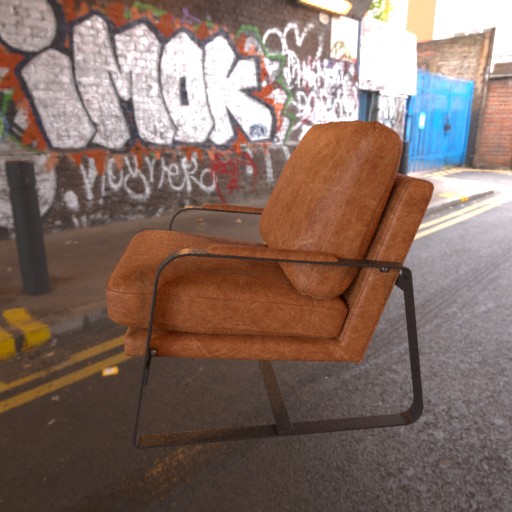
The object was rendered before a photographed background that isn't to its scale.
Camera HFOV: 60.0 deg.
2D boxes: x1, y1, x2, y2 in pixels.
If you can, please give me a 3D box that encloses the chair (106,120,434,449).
[{"bbox_3d":[0.000,0.000,1.329,0.801,0.777,0.651,-2,16,-7],"label":"chair"}]
